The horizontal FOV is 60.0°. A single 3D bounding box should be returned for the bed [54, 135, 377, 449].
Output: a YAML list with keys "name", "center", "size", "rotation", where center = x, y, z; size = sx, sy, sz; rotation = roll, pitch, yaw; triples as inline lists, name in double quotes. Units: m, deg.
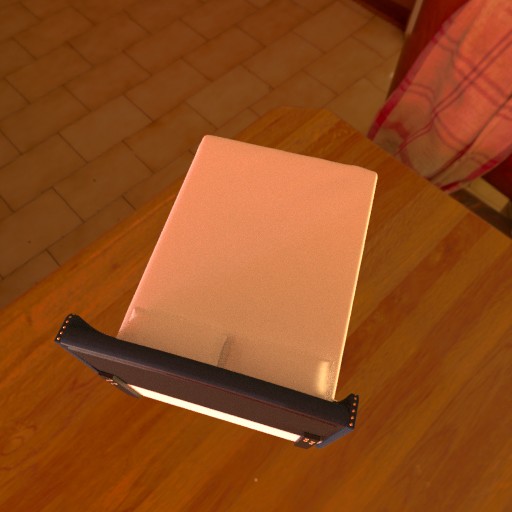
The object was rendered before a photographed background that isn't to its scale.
- name: "bed"
  center: [0.000, 0.000, 3.234]
  size: [1.604, 1.402, 2.223]
  rotation: [14, 64, 7]
